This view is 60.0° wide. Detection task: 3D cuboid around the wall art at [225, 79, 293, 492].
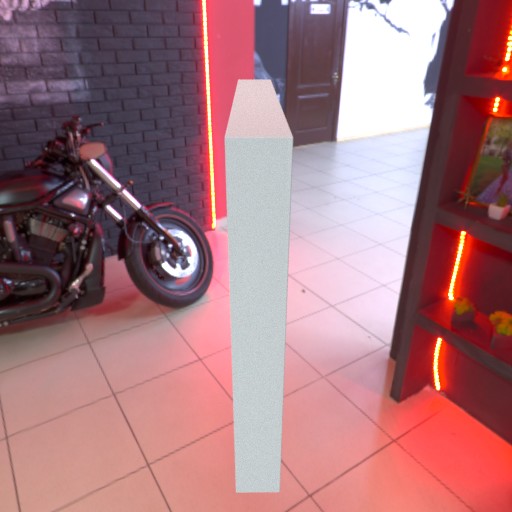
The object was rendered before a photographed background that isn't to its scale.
[{"bbox_3d":[0.000,0.000,0.450,0.038,0.305,0.305,0,27,-1],"label":"wall art"}]
